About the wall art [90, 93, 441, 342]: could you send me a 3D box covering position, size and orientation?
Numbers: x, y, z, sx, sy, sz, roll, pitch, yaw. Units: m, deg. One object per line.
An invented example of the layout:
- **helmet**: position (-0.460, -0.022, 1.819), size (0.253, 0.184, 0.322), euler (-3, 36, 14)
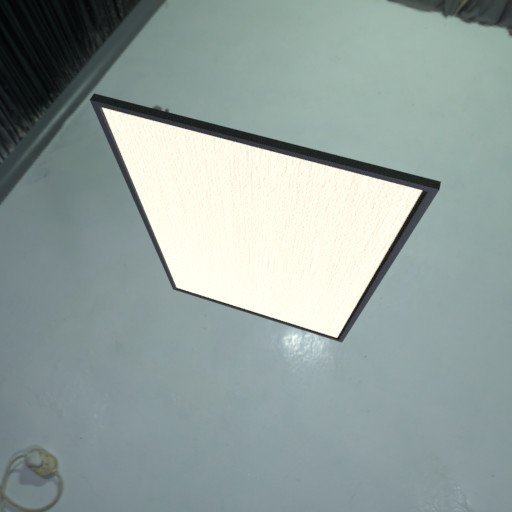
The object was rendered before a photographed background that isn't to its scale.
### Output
- **wall art**: position (0.000, 0.000, 0.848), size (0.457, 0.657, 0.013), euler (16, 65, 8)
